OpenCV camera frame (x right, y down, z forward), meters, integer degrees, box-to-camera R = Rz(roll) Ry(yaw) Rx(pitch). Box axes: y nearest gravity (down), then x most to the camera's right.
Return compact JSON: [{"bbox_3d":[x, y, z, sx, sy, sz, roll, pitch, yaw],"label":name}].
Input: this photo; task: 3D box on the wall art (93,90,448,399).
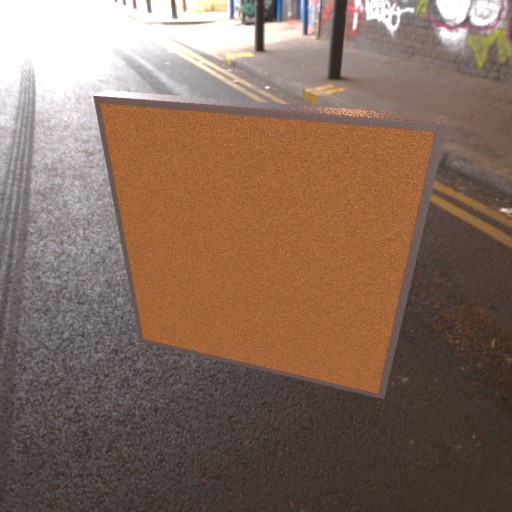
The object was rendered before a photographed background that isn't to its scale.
[{"bbox_3d":[0.000,0.000,0.524,0.349,0.349,0.028,10,34,15],"label":"wall art"}]
